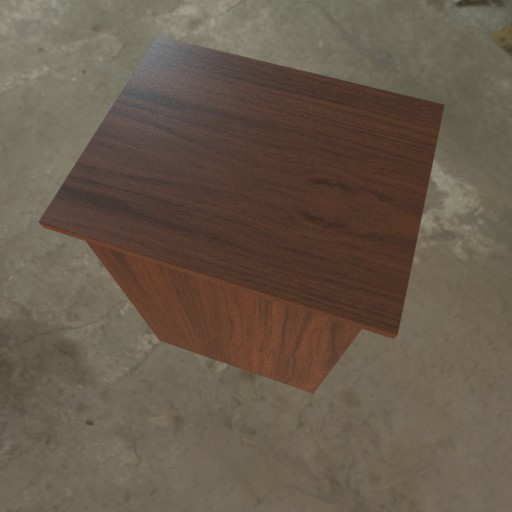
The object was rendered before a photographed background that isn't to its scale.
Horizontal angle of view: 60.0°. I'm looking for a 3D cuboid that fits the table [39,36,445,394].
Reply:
[{"bbox_3d":[0.000,0.000,0.917,0.480,0.636,0.381,17,65,8],"label":"table"}]
